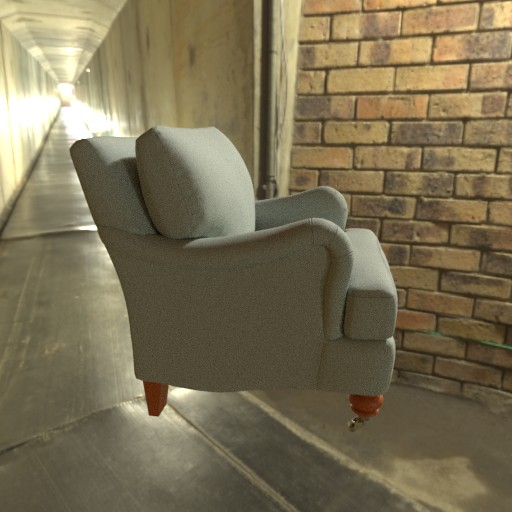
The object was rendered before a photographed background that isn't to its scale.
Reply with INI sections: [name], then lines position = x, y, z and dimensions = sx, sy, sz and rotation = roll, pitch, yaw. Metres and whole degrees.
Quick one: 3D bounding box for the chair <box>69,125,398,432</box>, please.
[chair]
position = 0.000, 0.000, 1.847
dimensions = 1.070, 1.038, 0.955
rotation = 3, 16, 10
